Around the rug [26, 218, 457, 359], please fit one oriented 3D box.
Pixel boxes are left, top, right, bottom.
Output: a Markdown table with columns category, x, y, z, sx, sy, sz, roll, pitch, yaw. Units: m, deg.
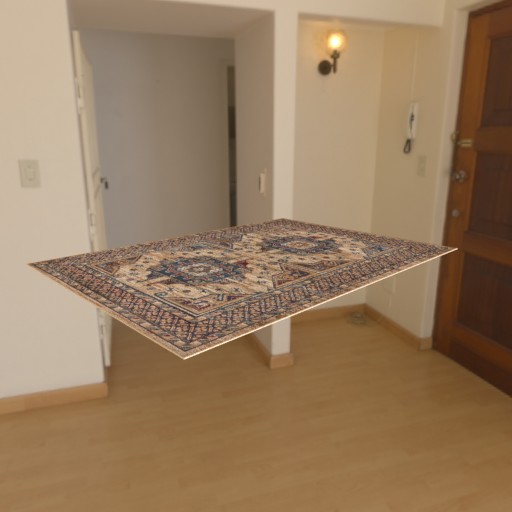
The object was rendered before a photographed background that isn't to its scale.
| category | x | y | z | sx | sy | sz | roll | pitch | yaw |
| --- | --- | --- | --- | --- | --- | --- | --- | --- | --- |
| rug | 0.000 | 0.000 | 2.805 | 2.227 | 0.008 | 1.611 | -14 | 20 | -42 |
